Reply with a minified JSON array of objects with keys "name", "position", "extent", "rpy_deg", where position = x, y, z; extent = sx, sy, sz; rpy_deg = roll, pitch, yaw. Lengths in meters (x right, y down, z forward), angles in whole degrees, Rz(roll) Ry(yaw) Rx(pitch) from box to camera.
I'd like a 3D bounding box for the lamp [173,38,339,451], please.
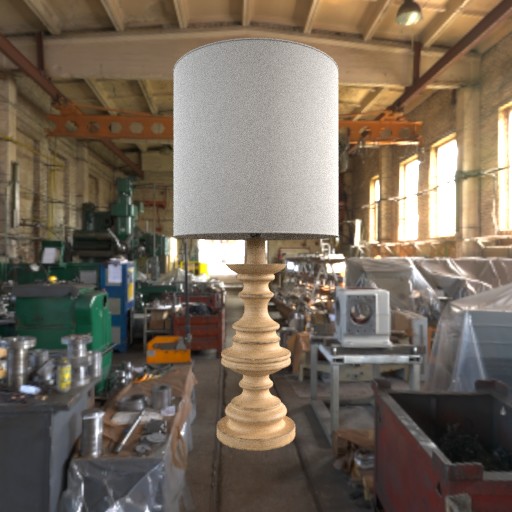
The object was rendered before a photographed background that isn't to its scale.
[{"name":"lamp","position":[0.000,0.000,0.567],"extent":[0.208,0.455,0.208],"rpy_deg":[0,0,-37]}]
